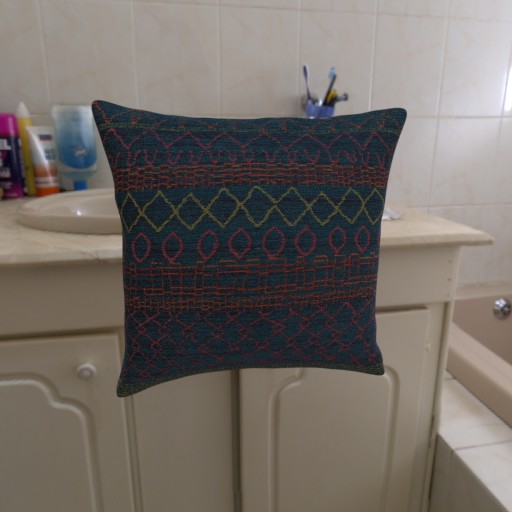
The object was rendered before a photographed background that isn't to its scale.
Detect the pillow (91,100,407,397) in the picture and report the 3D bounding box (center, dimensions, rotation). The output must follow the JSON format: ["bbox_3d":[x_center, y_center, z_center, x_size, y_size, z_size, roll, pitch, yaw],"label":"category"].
[{"bbox_3d":[0.000,0.000,0.654,0.431,0.431,0.141,-2,15,-8],"label":"pillow"}]
